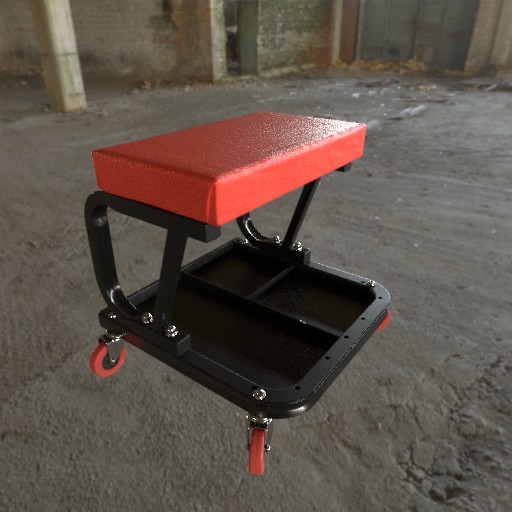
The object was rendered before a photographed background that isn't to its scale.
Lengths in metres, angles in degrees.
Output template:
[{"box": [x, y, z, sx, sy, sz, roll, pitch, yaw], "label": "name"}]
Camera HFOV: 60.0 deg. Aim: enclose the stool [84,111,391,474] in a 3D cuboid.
[{"box": [0.000, 0.000, 0.710, 0.371, 0.380, 0.446, 19, 33, 32], "label": "stool"}]
